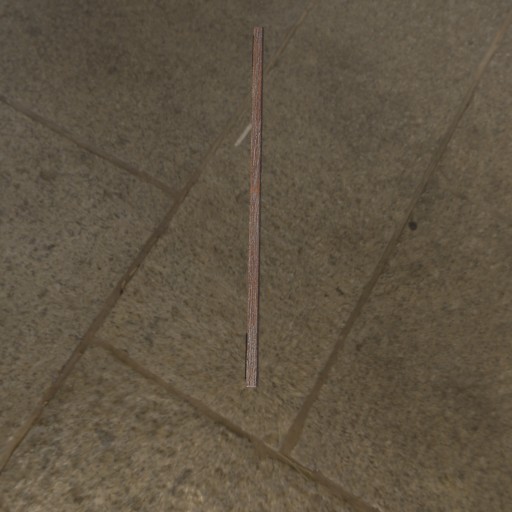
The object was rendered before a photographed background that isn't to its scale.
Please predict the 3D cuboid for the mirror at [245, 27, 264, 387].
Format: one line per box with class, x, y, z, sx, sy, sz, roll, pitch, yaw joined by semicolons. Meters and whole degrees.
mirror;0.000;0.000;1.296;0.025;0.996;0.705;1;75;0
